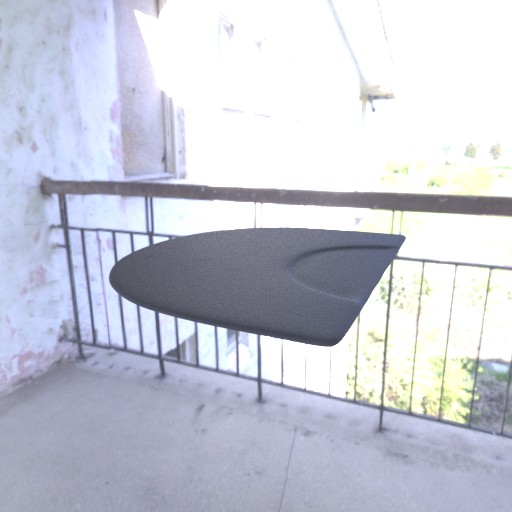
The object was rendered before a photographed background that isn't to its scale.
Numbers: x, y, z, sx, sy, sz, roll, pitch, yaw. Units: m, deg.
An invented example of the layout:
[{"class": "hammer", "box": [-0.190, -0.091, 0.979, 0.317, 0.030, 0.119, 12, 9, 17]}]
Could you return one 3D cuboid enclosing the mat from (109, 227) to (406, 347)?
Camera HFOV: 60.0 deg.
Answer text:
[{"class": "mat", "box": [0.000, 0.000, 1.609, 0.917, 0.016, 1.220, 6, 16, 24]}]
